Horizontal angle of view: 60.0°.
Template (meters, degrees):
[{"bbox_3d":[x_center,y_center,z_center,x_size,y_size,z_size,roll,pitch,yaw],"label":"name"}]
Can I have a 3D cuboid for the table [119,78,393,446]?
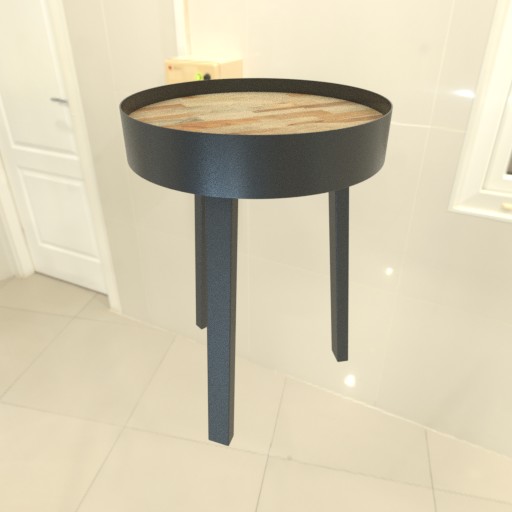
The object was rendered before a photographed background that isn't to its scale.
[{"bbox_3d":[0.000,0.000,0.822,0.406,0.559,0.406,0,30,0],"label":"table"}]
